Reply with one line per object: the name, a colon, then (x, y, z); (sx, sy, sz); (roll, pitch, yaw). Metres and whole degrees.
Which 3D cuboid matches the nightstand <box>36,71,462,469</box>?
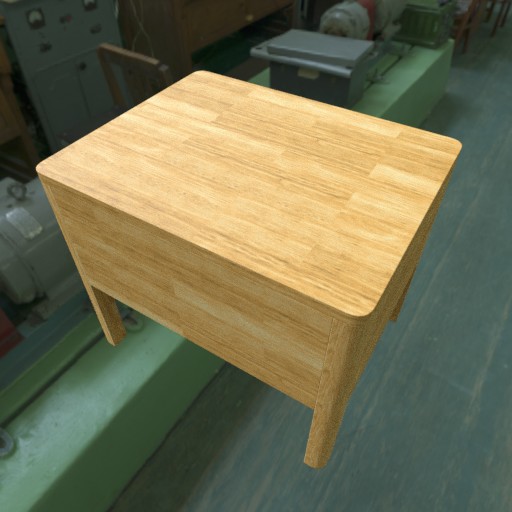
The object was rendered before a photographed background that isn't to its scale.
nightstand: (0.000, 0.000, 0.889); (0.560, 0.470, 0.440); (24, 50, 22)
